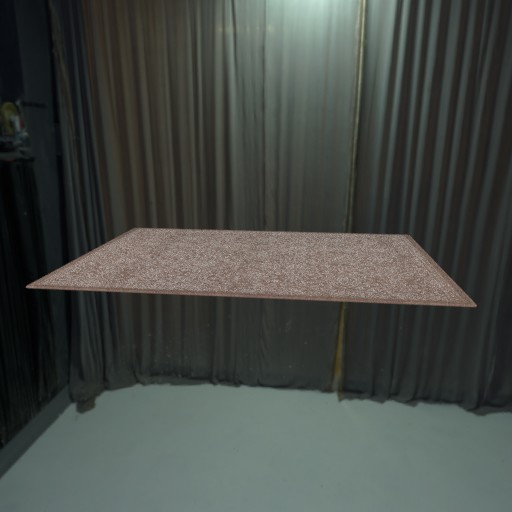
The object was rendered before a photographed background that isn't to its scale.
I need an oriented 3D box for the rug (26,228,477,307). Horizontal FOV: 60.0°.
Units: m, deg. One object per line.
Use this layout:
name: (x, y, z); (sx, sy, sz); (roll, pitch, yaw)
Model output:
rug: (0.000, 0.000, 2.948); (2.286, 0.011, 1.524); (2, 16, 7)
